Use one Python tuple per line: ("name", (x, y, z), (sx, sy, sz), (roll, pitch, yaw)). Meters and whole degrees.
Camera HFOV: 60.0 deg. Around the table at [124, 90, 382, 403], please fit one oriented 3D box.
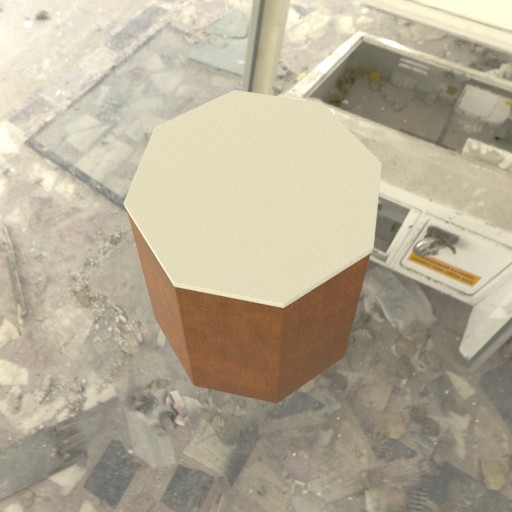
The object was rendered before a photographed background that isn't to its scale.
("table", (0.000, 0.000, 0.830), (0.439, 0.457, 0.439), (-32, 67, -15))
